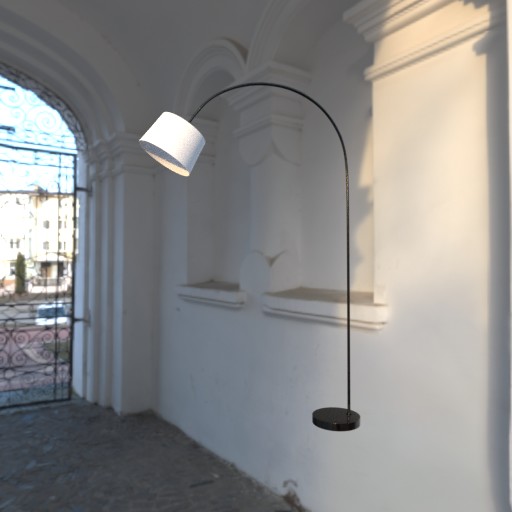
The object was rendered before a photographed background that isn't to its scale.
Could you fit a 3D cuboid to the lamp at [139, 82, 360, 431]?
[{"bbox_3d":[0.000,0.000,2.659,1.363,2.104,0.331,0,-1,-18],"label":"lamp"}]
